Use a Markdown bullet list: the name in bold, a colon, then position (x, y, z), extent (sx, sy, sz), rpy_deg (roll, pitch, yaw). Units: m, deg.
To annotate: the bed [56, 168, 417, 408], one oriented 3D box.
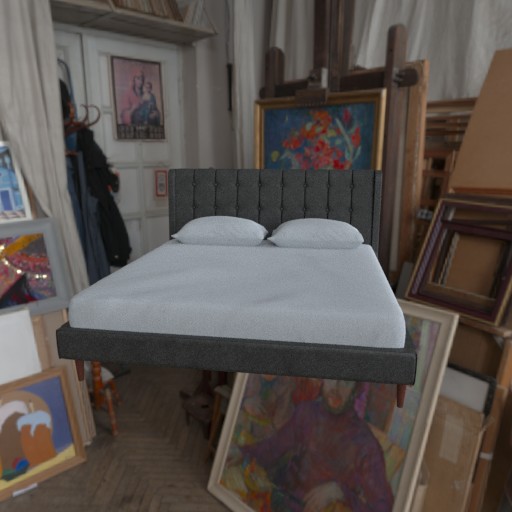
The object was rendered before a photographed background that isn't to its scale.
- **bed**: position (0.000, 0.000, 3.189), extent (1.903, 1.158, 2.031), rpy_deg (2, 13, 9)
